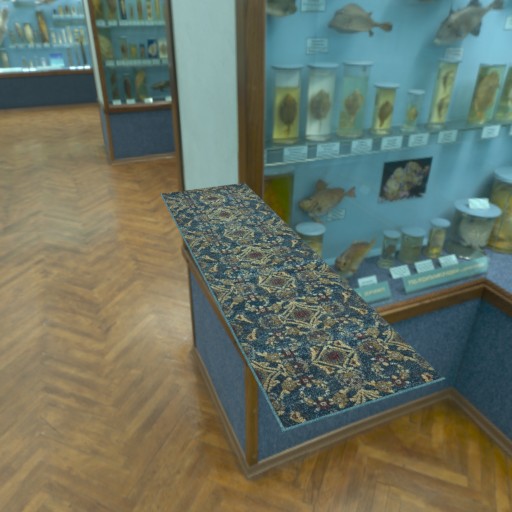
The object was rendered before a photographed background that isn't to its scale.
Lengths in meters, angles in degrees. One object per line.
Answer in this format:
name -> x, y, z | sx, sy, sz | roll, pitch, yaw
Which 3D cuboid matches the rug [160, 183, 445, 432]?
rug -> 0.000, 0.000, 2.520 | 0.685, 0.014, 2.292 | -11, 31, -18
